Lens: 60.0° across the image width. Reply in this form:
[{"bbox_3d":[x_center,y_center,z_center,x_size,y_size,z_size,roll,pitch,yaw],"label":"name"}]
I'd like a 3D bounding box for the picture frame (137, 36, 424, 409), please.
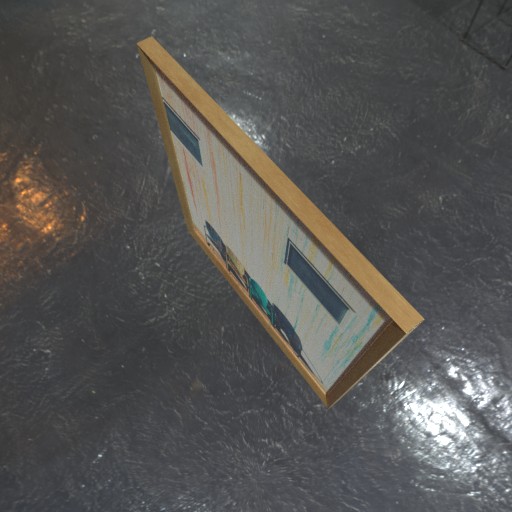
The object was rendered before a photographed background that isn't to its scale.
[{"bbox_3d":[0.000,0.000,1.108,0.037,0.761,0.758,-34,68,-16],"label":"picture frame"}]
